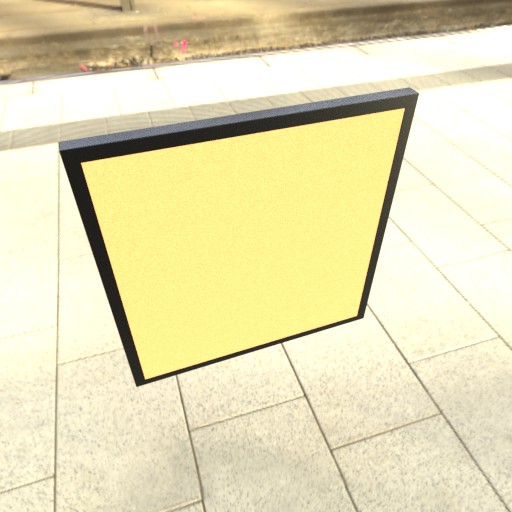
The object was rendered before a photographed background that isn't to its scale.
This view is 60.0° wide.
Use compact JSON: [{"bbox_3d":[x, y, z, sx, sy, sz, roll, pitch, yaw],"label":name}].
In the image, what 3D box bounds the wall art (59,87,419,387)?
[{"bbox_3d":[0.000,0.000,1.146,0.755,0.761,0.038,-14,44,-15],"label":"wall art"}]
